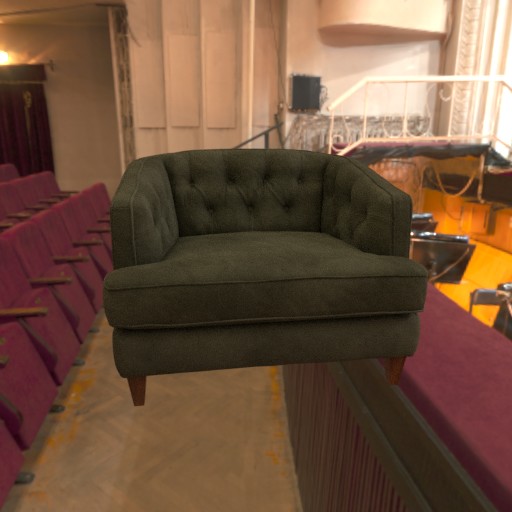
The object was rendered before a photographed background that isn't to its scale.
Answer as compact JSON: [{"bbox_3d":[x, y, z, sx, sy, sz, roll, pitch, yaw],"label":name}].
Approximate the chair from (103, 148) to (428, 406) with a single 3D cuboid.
[{"bbox_3d":[0.000,0.000,1.858,1.104,0.852,0.941,-2,15,-8],"label":"chair"}]
